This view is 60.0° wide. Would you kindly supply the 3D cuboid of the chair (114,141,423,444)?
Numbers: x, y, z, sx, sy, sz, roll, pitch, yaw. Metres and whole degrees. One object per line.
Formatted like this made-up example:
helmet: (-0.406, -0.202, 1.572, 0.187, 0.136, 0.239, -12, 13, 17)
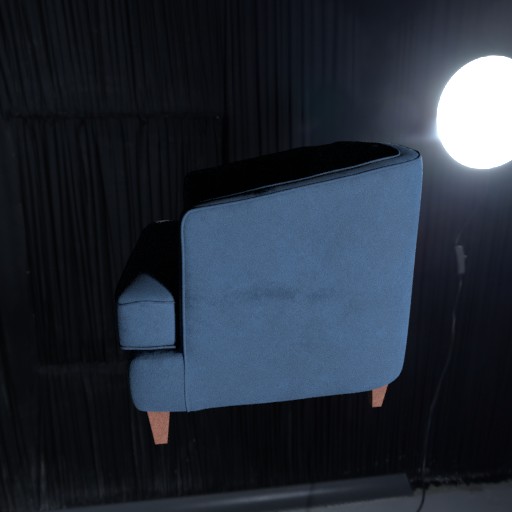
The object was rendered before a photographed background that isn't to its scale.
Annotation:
chair: (0.000, 0.000, 1.708, 0.940, 0.852, 1.094, -2, 16, -8)
